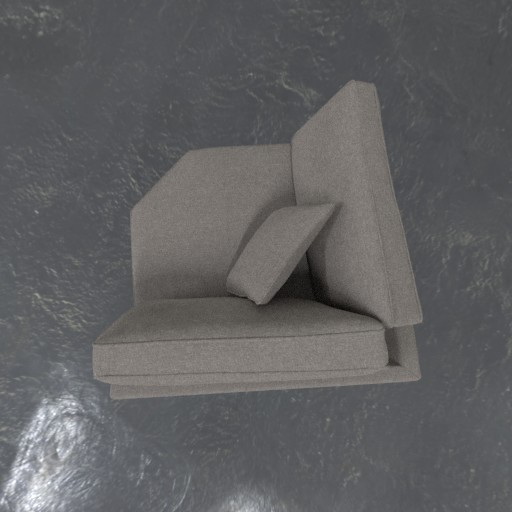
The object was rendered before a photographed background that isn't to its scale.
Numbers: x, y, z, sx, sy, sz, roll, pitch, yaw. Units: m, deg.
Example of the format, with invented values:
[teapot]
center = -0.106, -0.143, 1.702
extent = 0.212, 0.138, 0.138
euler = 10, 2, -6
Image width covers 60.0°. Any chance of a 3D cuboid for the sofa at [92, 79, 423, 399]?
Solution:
[sofa]
center = 0.000, 0.000, 1.851
extent = 1.042, 0.951, 1.050
euler = -3, 76, -1
